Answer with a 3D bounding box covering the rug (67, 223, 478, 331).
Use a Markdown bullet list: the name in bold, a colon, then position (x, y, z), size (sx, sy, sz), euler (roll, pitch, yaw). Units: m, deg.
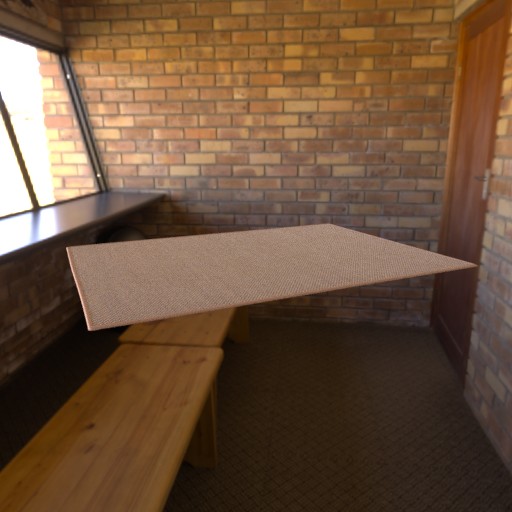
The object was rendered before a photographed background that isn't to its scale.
- **rug**: position (0.000, 0.000, 2.787), size (2.134, 0.013, 1.524), euler (-7, 16, -25)
